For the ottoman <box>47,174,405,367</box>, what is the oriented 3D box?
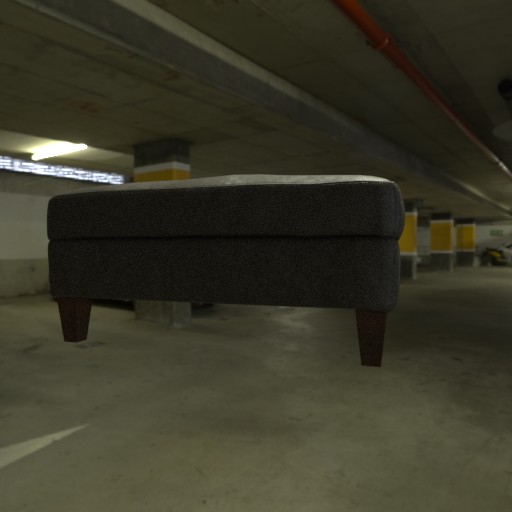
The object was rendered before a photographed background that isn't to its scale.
[{"bbox_3d":[0.000,0.000,1.336,0.844,0.415,0.836,0,1,18],"label":"ottoman"}]
